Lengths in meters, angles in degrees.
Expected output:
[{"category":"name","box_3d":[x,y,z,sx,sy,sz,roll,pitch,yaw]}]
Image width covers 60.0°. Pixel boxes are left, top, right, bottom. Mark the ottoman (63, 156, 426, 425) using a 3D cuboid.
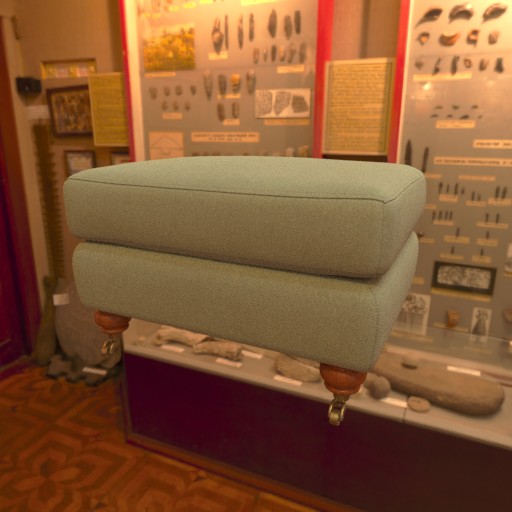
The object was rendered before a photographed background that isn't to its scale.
[{"category":"ottoman","box_3d":[0.000,0.000,1.160,0.773,0.499,0.569,8,18,25]}]
